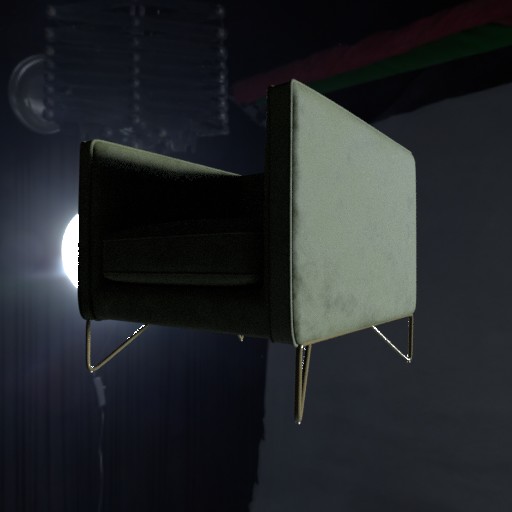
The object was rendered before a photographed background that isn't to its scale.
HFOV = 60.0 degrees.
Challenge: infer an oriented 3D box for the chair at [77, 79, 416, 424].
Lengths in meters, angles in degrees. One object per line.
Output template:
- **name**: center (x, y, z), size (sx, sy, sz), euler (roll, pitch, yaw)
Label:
- **chair**: center (0.000, 0.000, 1.574), size (0.880, 0.790, 0.894), euler (-1, -2, 37)
